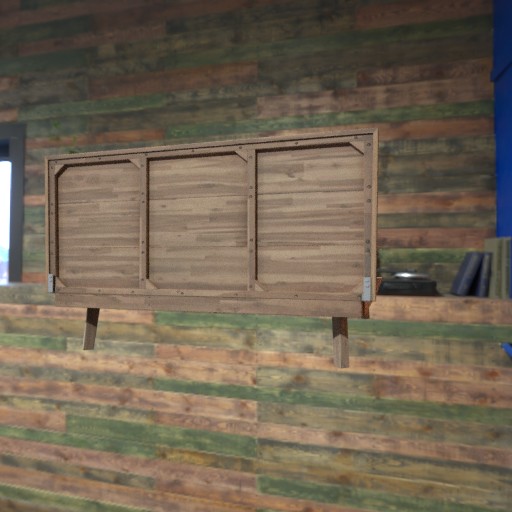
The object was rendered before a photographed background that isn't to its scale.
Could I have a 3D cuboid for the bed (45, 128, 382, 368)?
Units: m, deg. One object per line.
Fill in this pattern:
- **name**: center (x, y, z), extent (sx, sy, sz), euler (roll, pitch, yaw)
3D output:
- **bed**: center (0.000, 0.000, 3.171), extent (1.759, 1.071, 2.145), euler (0, -1, 17)
